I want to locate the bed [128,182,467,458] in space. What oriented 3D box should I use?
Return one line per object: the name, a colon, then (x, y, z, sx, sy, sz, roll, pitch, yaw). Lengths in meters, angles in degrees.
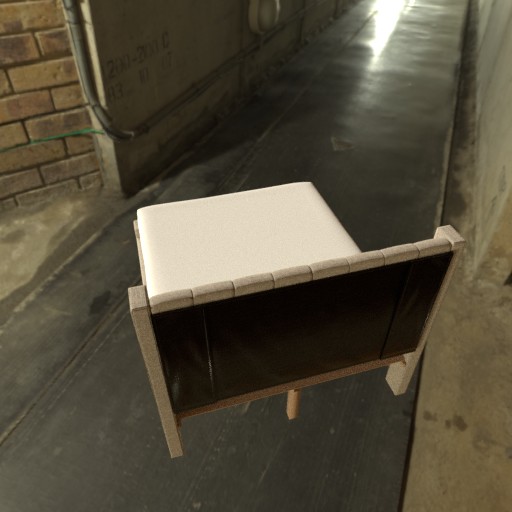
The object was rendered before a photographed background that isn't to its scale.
bed: (0.000, 0.000, 3.929, 2.044, 1.748, 2.372, -11, 43, -12)
